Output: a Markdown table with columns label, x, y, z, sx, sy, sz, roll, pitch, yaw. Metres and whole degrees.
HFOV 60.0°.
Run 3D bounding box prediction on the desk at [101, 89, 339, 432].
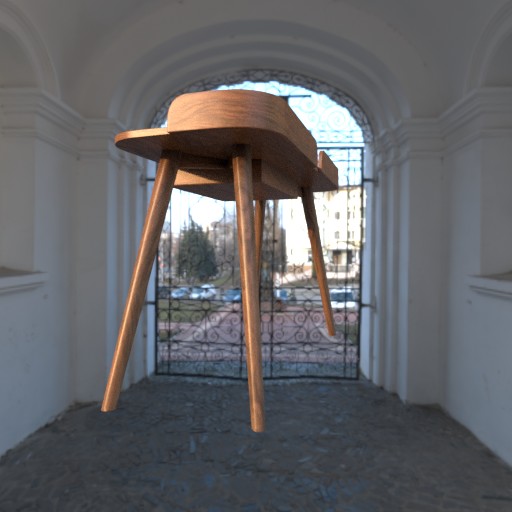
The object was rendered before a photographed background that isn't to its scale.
| label | x | y | z | sx | sy | sz | roll | pitch | yaw |
| --- | --- | --- | --- | --- | --- | --- | --- | --- | --- |
| desk | 0.000 | 0.000 | 1.680 | 0.486 | 0.800 | 1.256 | 0 | 1 | 18 |
